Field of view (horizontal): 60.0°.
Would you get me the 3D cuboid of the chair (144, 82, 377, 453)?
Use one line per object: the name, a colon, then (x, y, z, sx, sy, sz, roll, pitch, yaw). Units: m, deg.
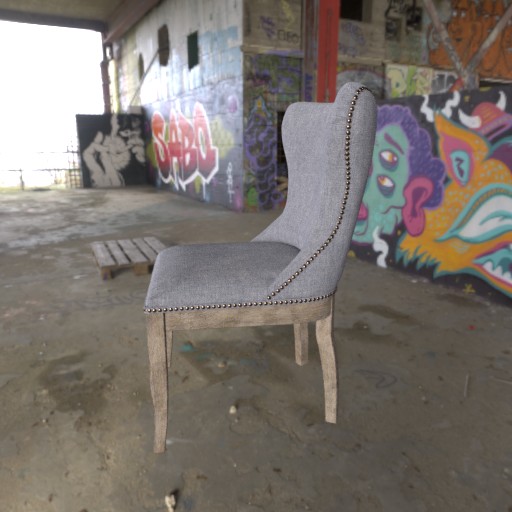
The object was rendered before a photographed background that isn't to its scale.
chair: (0.000, 0.000, 1.444, 0.681, 1.002, 0.654, -2, 14, -9)
